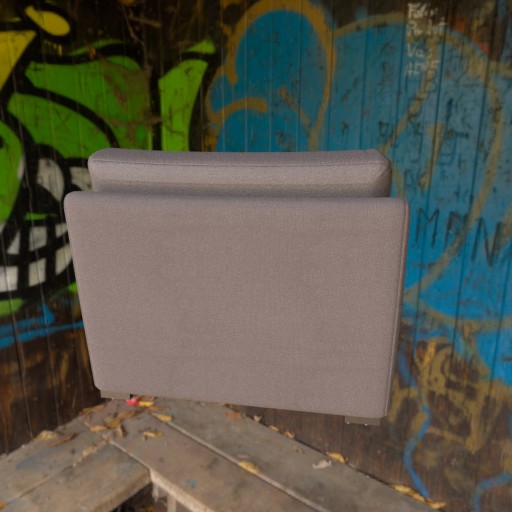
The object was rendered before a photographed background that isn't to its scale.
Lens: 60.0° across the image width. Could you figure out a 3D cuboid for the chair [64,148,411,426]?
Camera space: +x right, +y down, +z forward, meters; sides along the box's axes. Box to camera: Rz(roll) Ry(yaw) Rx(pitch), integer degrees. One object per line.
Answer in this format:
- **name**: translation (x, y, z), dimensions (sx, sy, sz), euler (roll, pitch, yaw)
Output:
- **chair**: translation (0.000, 0.000, 1.962), dimensions (1.168, 0.940, 1.143), euler (3, 15, 9)
